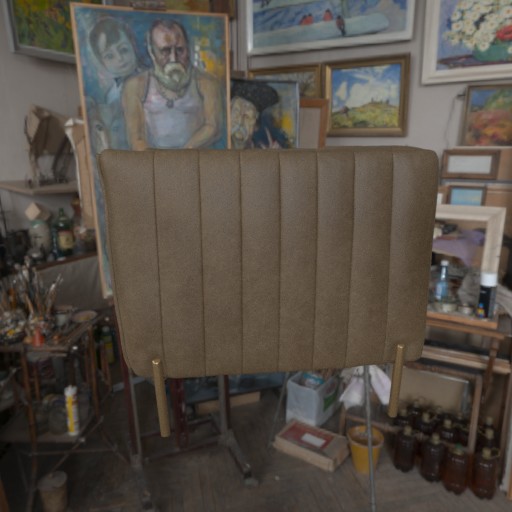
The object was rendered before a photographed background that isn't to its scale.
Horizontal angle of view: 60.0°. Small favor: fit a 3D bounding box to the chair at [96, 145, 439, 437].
[{"bbox_3d":[0.000,0.000,1.610,0.876,0.779,0.981,-2,14,-7],"label":"chair"}]
